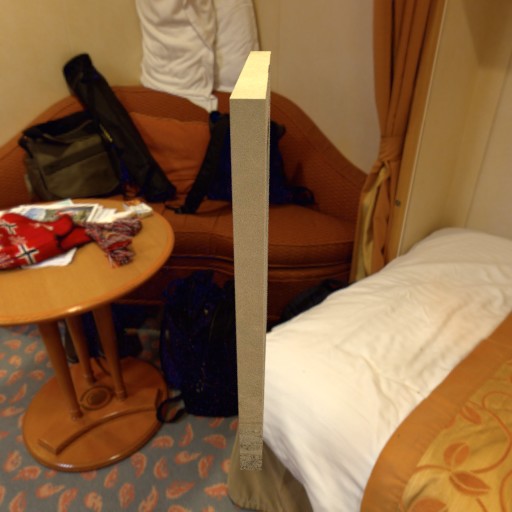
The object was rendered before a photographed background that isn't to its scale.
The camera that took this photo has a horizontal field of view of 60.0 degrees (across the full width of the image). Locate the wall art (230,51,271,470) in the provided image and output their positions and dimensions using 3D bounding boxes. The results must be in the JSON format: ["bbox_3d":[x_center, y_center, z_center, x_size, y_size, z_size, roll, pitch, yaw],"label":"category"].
[{"bbox_3d":[0.000,0.000,0.771,0.036,0.607,0.403,1,31,2],"label":"wall art"}]
